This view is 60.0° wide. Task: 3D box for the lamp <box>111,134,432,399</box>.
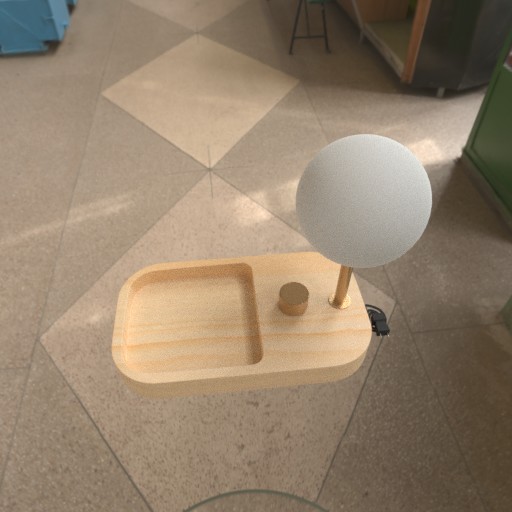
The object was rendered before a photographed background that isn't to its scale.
[{"bbox_3d":[0.000,0.000,0.463,0.331,0.253,0.173,-4,47,-4],"label":"lamp"}]
